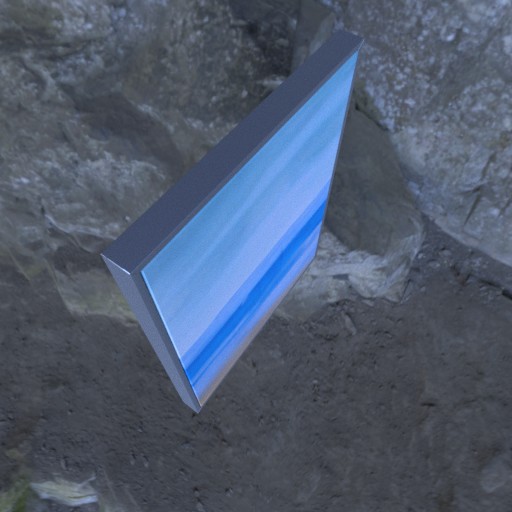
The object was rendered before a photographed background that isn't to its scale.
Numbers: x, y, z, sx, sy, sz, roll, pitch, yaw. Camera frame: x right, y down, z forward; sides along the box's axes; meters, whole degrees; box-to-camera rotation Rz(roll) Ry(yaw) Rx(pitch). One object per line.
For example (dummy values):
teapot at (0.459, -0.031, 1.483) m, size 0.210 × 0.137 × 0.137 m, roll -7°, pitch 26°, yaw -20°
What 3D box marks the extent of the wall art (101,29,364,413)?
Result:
wall art at (0.000, 0.000, 0.737) m, size 0.039 × 0.553 × 0.445 m, roll 31°, pitch 63°, yaw 18°
